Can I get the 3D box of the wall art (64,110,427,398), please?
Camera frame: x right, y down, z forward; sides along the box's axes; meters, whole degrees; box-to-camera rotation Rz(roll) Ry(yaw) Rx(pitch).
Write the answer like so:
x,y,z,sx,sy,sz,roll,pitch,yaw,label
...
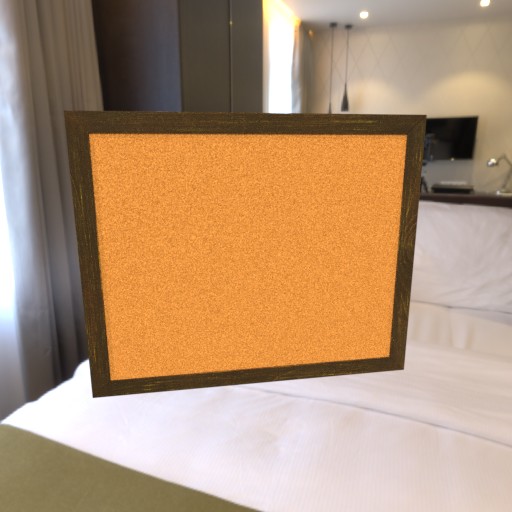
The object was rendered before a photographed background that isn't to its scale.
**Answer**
x,y,z,sx,sy,sz,roll,pitch,yaw,label
0.000,0.000,0.745,0.558,0.457,0.032,-2,14,-10,wall art
